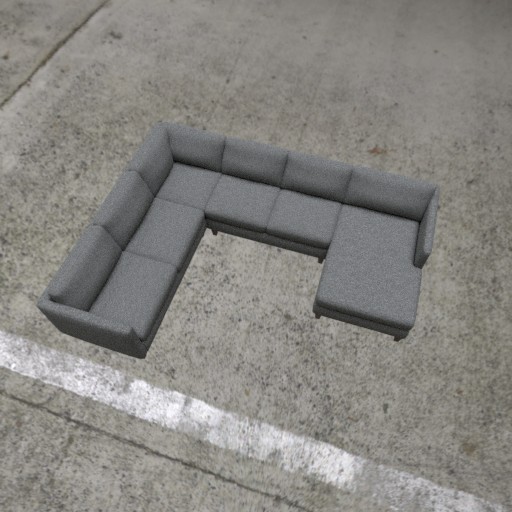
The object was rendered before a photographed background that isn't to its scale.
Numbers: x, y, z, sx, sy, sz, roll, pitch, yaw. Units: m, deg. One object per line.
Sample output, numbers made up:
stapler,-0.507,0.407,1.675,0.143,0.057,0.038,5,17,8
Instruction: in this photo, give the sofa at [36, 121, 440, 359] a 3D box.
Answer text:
sofa,0.000,0.000,4.431,3.238,0.853,2.551,15,58,10
